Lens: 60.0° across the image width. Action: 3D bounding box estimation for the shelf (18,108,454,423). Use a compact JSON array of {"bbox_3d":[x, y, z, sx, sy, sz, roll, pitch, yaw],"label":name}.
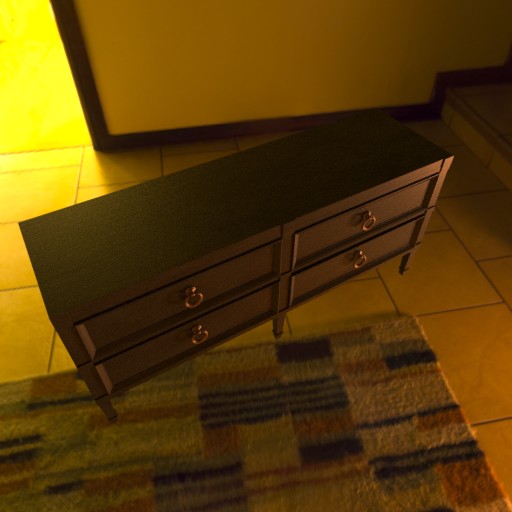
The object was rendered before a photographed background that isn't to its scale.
[{"bbox_3d":[0.000,0.000,1.881,1.575,0.719,0.479,-23,50,-21],"label":"shelf"}]
